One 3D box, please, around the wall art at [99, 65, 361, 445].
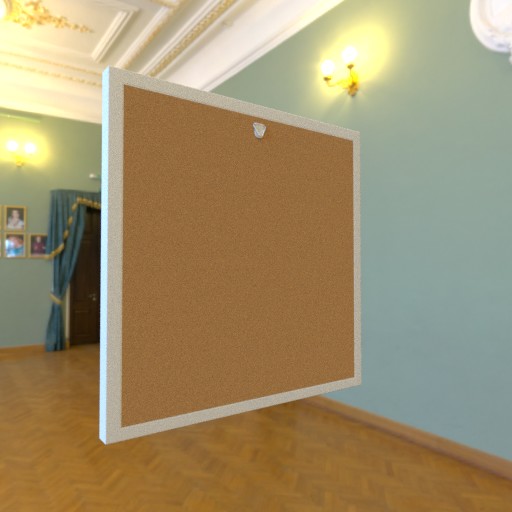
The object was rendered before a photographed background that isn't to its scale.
[{"bbox_3d":[0.000,0.000,1.125,0.761,0.762,0.050,1,-2,-36],"label":"wall art"}]
